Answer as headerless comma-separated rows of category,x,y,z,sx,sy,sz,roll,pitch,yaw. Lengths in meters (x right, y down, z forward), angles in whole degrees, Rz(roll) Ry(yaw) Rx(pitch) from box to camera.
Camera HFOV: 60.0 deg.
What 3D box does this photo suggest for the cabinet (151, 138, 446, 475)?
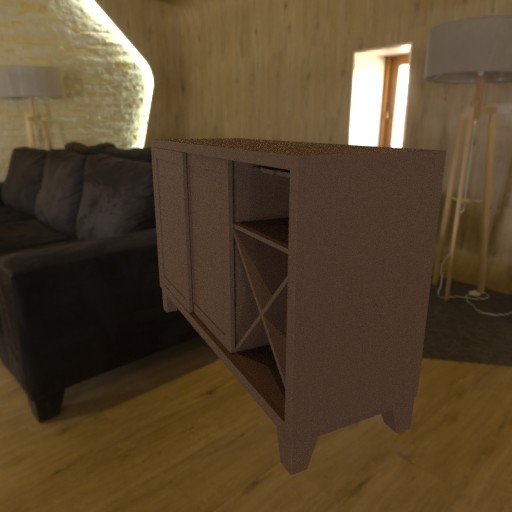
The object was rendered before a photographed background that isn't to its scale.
cabinet,0.000,0.000,1.854,0.482,0.914,1.396,-8,18,-25
